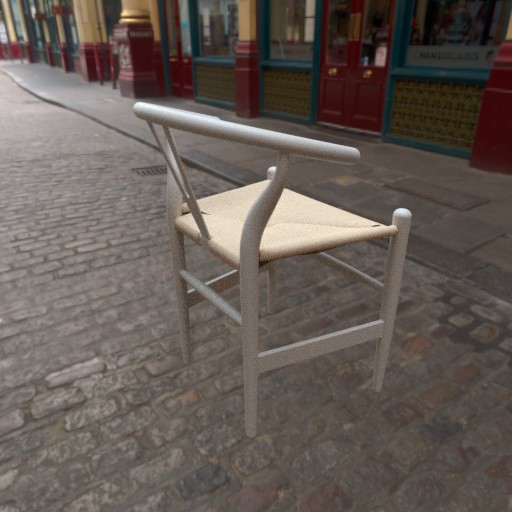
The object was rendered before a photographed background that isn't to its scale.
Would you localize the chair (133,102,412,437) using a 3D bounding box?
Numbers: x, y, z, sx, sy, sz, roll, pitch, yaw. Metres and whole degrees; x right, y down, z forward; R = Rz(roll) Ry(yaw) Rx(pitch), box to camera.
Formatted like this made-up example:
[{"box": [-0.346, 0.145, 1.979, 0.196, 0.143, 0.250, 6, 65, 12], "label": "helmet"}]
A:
[{"box": [0.000, 0.000, 1.089, 0.500, 0.736, 0.533, -17, 30, -31], "label": "chair"}]
